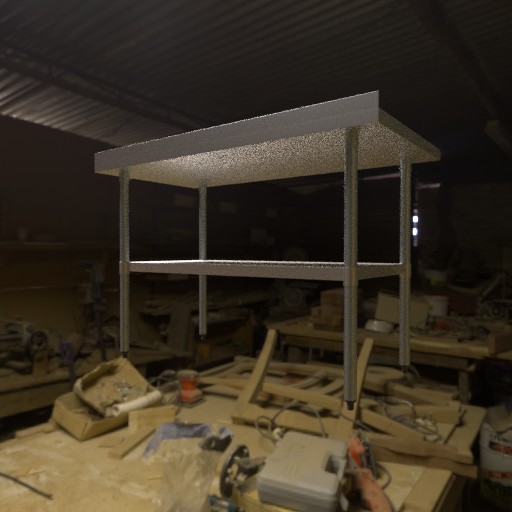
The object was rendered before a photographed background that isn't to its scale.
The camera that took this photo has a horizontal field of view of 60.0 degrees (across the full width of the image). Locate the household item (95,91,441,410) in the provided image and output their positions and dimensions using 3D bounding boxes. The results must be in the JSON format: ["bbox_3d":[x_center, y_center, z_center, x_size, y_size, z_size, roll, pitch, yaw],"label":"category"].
[{"bbox_3d":[0.000,0.000,1.732,1.219,0.851,0.610,1,1,36],"label":"household item"}]
